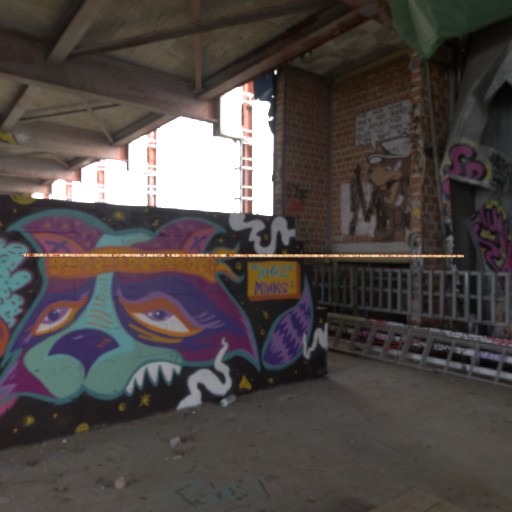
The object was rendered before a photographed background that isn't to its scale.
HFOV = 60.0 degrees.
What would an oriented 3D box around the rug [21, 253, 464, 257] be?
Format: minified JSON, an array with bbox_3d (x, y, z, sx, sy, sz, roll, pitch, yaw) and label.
[{"bbox_3d":[0.000,0.000,2.481,2.237,0.014,0.680,0,0,-17],"label":"rug"}]
